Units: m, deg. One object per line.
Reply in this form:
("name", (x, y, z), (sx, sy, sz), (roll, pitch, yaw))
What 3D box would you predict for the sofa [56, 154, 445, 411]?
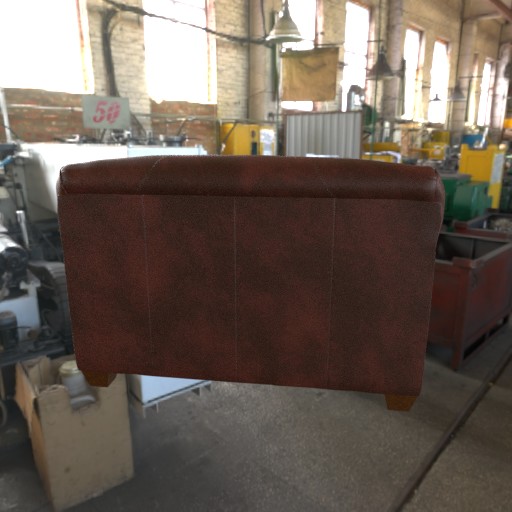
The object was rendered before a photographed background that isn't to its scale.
("sofa", (0.000, 0.000, 2.093), (1.413, 0.956, 1.000), (2, 15, 8))
